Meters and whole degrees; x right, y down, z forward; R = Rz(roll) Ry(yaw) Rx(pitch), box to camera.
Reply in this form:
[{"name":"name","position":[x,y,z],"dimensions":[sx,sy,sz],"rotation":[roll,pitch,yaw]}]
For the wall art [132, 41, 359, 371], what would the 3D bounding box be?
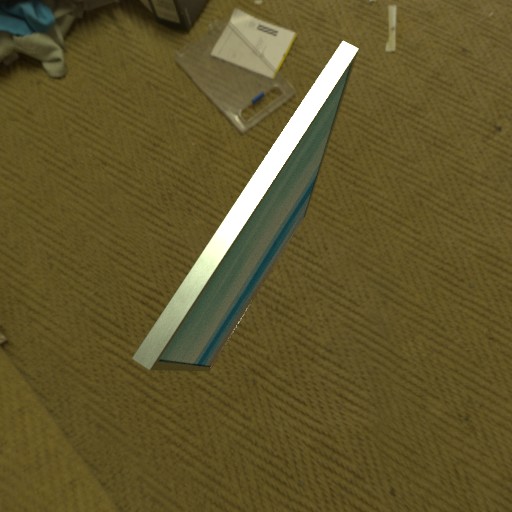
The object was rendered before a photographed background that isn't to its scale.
[{"name":"wall art","position":[0.000,0.000,1.405],"dimensions":[0.041,1.062,0.803],"rotation":[31,77,8]}]
